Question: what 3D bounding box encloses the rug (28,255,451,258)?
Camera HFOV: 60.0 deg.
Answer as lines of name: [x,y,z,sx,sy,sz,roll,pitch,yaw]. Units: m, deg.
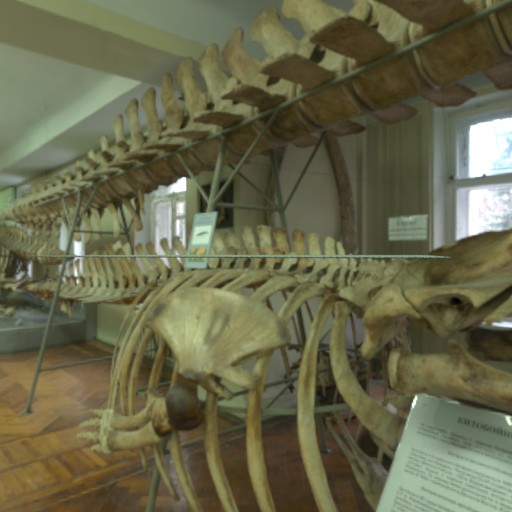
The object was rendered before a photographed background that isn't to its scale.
rug: [0.000,0.000,5.241,3.957,0.011,2.894,0,0,18]
